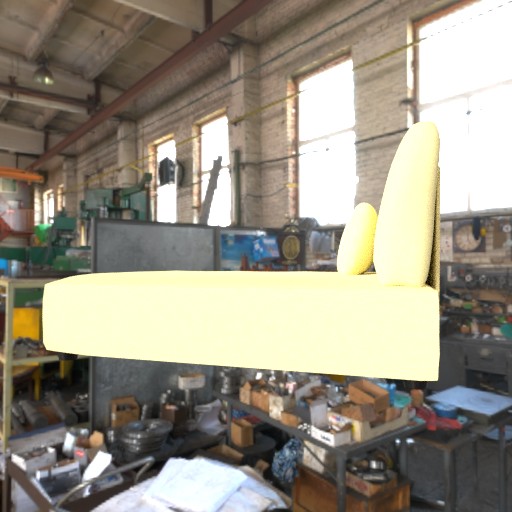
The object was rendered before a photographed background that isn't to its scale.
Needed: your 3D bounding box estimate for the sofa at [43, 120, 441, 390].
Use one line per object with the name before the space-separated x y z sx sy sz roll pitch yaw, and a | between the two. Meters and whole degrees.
sofa | 0.000 0.000 1.954 1.450 0.820 0.930 0 -1 18
